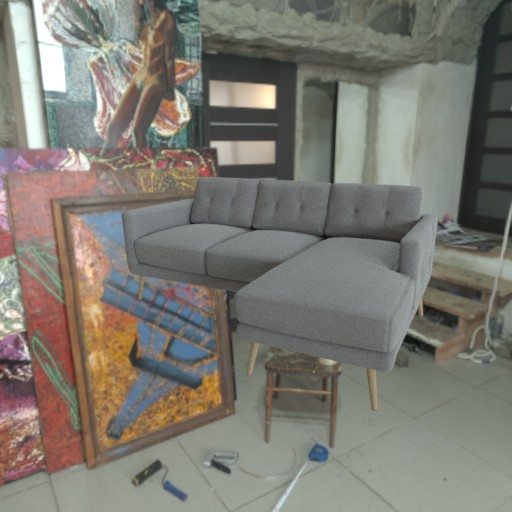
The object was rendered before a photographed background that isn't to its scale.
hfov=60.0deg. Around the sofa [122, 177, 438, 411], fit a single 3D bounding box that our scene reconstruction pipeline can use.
[{"bbox_3d":[0.000,0.000,2.847,2.040,0.860,1.530,7,16,27],"label":"sofa"}]
